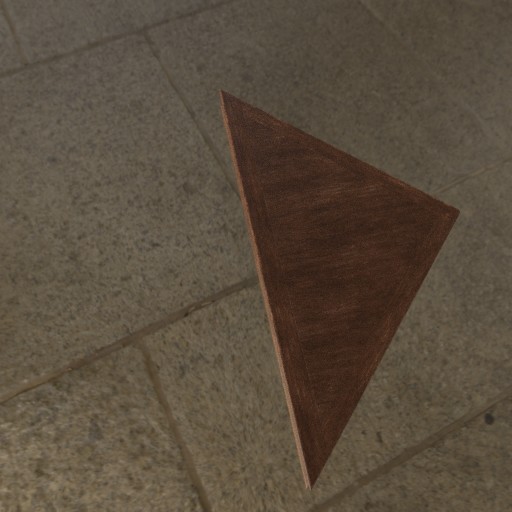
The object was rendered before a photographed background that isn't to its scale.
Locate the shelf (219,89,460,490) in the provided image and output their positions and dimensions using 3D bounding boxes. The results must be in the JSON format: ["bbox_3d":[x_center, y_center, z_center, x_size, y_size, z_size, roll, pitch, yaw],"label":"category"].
[{"bbox_3d":[0.000,0.000,0.439,0.296,0.035,0.296,31,69,14],"label":"shelf"}]
